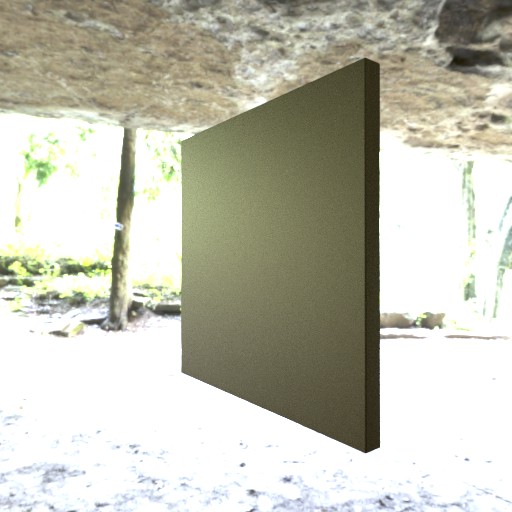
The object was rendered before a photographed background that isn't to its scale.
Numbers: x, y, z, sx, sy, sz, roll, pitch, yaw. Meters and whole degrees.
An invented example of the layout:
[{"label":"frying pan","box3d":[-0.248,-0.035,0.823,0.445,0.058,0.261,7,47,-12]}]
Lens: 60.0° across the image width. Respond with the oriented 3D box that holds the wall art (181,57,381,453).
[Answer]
[{"label":"wall art","box3d":[0.000,0.000,0.774,0.031,0.506,0.503,0,0,-37]}]
